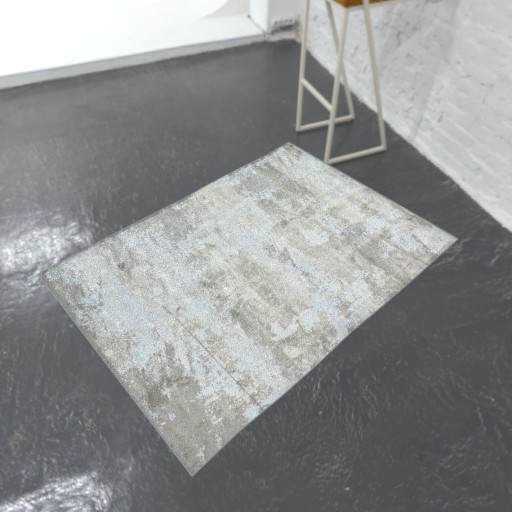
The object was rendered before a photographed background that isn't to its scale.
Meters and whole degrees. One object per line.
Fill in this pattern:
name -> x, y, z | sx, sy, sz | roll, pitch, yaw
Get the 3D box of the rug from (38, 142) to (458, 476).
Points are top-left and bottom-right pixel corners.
rug -> 0.000, 0.000, 4.274 | 3.307, 0.013, 2.393 | -34, 55, -28
